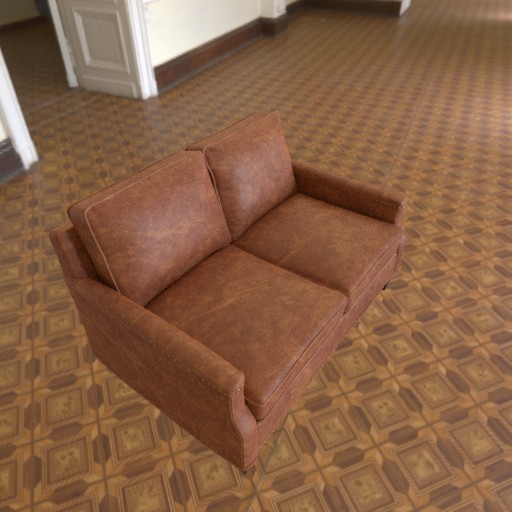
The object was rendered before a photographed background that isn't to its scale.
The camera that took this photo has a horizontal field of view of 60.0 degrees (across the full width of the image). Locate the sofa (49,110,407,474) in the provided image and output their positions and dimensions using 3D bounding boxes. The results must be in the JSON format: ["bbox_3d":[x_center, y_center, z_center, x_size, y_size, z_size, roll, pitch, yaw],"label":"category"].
[{"bbox_3d":[0.000,0.000,2.289,1.084,1.003,1.597,25,45,28],"label":"sofa"}]
